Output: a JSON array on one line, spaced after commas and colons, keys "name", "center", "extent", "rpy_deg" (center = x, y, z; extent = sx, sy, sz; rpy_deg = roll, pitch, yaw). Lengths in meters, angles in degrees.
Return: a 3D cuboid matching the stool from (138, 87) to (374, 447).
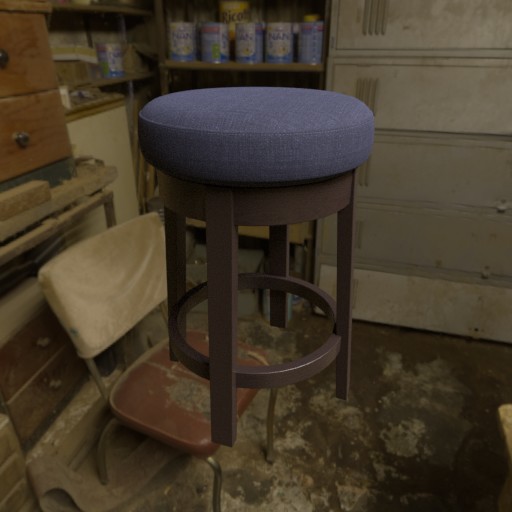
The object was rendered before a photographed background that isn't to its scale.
[{"name": "stool", "center": [0.000, 0.000, 0.947], "extent": [0.449, 0.655, 0.449], "rpy_deg": [0, 27, 0]}]
